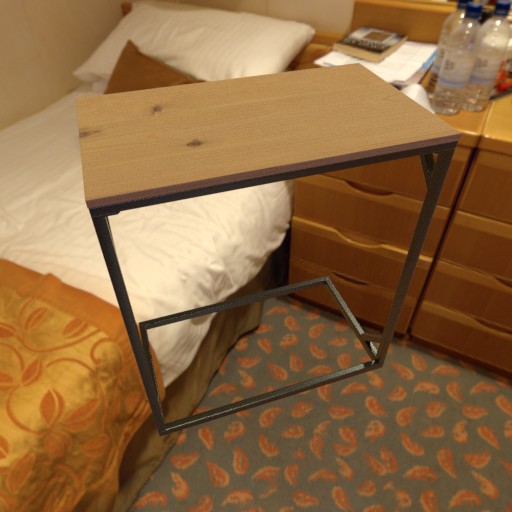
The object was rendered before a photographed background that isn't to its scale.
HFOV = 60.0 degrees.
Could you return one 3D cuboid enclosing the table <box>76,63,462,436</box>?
[{"bbox_3d":[0.000,0.000,1.007,0.597,0.673,0.351,-13,44,-14],"label":"table"}]
